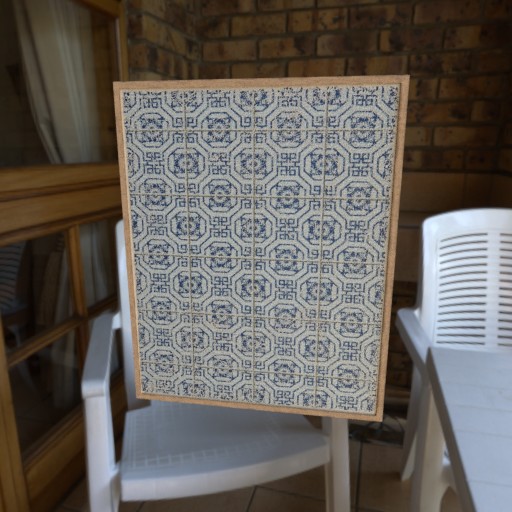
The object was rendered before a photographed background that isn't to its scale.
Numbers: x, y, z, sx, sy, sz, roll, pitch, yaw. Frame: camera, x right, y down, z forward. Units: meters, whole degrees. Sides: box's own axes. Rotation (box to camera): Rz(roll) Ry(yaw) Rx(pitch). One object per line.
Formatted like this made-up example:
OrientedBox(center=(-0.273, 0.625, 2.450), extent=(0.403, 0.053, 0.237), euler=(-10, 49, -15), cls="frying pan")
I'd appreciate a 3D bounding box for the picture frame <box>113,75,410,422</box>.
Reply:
OrientedBox(center=(0.000, 0.000, 0.709), extent=(0.421, 0.526, 0.046), euler=(2, 14, 9), cls="picture frame")
